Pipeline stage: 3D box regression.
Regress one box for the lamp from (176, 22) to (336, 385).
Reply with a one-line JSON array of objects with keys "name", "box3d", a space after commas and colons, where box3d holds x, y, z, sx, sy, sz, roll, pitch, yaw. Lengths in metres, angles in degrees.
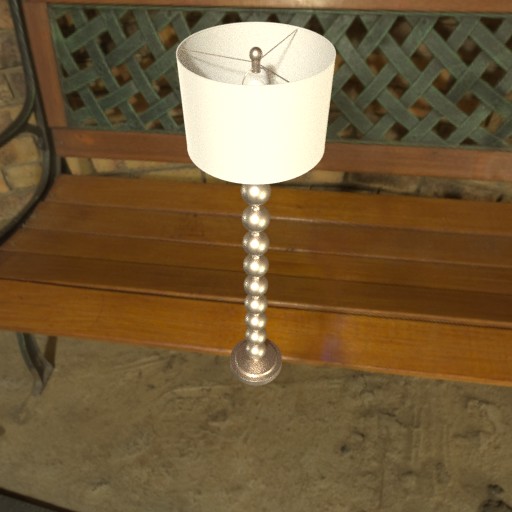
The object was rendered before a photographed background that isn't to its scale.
[{"name": "lamp", "box3d": [0.000, 0.000, 1.617, 0.394, 1.474, 0.394, -18, 49, -16]}]
